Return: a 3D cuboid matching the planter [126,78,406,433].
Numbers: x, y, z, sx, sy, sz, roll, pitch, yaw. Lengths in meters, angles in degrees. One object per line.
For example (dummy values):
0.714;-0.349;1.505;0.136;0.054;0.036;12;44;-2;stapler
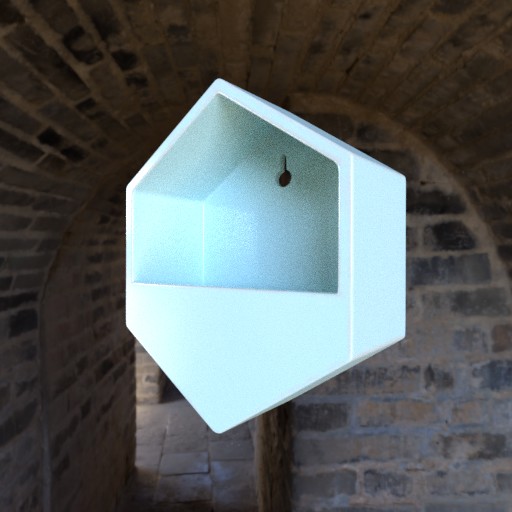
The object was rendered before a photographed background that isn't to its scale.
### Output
0.000;0.000;0.288;0.169;0.207;0.078;0;0;37;planter
